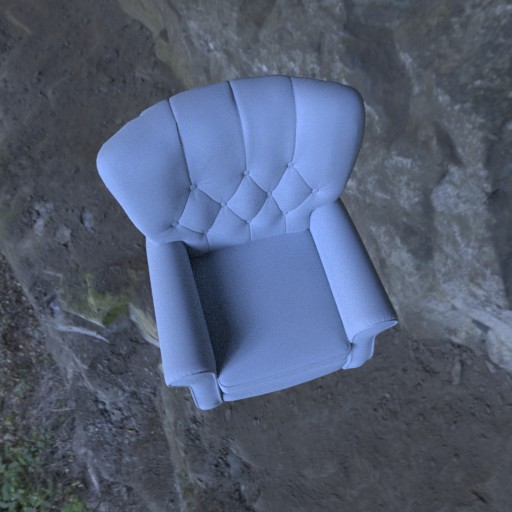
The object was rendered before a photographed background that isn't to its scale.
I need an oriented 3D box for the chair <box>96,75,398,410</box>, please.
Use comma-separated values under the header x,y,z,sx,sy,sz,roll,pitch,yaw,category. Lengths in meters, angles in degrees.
x,y,z,sx,sy,sz,roll,pitch,yaw,category
0.000,0.000,2.083,1.090,1.217,1.128,-14,65,-6,chair
